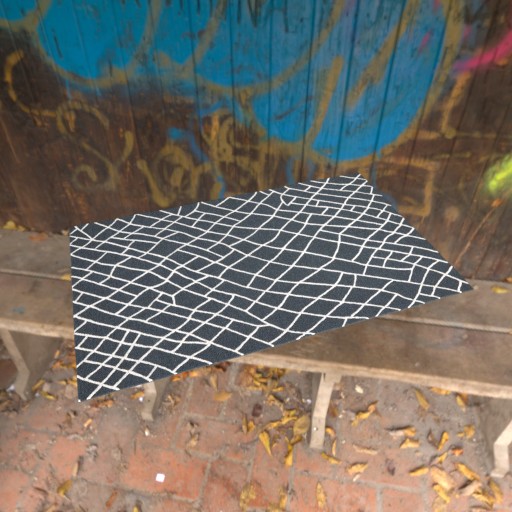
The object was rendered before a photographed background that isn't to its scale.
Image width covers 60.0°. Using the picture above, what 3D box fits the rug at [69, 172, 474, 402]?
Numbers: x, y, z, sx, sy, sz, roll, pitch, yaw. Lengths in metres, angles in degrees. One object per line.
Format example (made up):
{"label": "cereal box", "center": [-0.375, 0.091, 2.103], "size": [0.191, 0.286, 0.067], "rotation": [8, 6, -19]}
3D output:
{"label": "rug", "center": [0.000, 0.000, 3.091], "size": [2.448, 0.017, 1.529], "rotation": [-13, 43, -14]}
